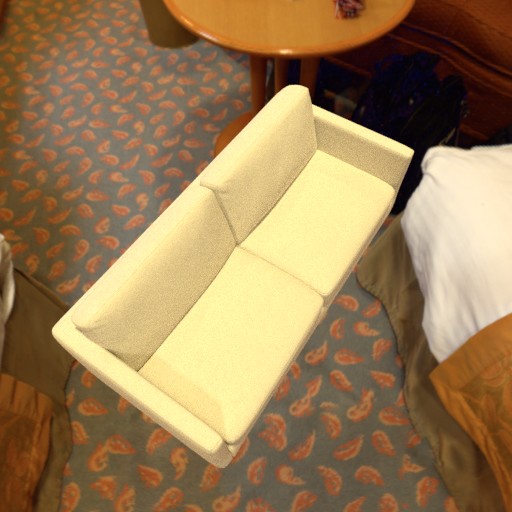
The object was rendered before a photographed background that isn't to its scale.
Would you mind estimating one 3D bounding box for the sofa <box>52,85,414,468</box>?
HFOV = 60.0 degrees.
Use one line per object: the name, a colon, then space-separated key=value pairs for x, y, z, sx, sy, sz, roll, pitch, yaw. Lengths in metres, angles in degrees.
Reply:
sofa: x=0.000 y=0.000 z=2.497 sx=0.965 sy=0.889 sz=1.981 roll=30 pitch=64 yaw=17
